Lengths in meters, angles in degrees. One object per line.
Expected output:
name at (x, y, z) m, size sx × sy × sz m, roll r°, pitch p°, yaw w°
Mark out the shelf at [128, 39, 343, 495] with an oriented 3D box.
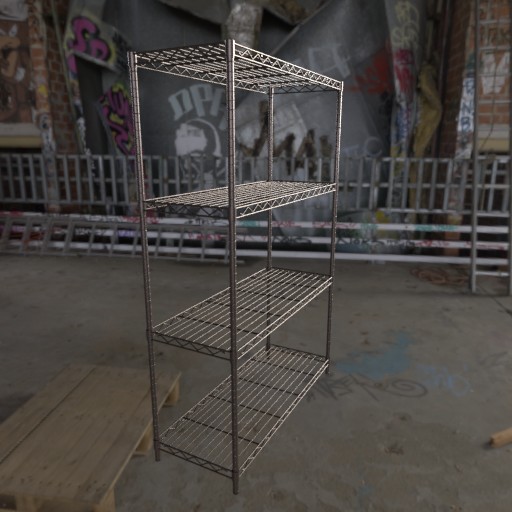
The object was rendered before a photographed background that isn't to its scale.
shelf at (0.000, 0.000, 1.734) m, size 0.352 × 1.361 × 0.907 m, roll 8°, pitch 16°, yaw 27°
